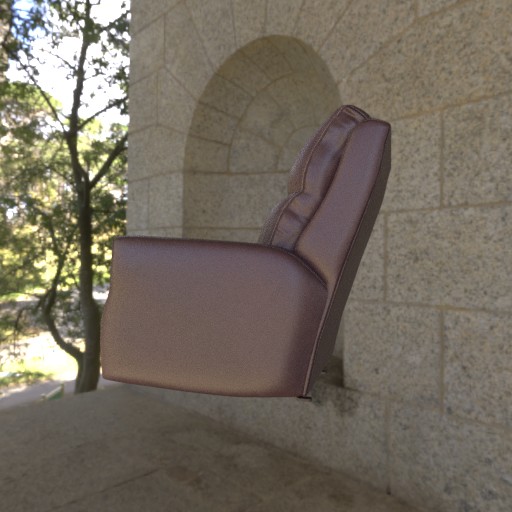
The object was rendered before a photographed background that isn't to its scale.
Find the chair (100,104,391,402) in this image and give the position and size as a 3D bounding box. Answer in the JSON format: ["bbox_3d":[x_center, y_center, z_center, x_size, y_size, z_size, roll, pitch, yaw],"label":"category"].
[{"bbox_3d":[0.000,0.000,1.846,1.080,1.030,0.829,0,0,17],"label":"chair"}]
